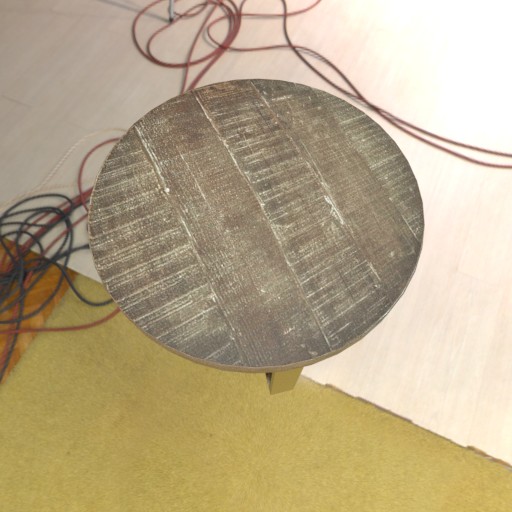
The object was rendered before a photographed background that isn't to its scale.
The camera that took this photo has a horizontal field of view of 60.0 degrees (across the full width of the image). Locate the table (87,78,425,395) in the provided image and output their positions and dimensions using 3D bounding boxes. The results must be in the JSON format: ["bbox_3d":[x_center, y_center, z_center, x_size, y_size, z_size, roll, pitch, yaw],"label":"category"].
[{"bbox_3d":[0.000,0.000,0.939,0.557,0.437,0.557,0,64,0],"label":"table"}]
